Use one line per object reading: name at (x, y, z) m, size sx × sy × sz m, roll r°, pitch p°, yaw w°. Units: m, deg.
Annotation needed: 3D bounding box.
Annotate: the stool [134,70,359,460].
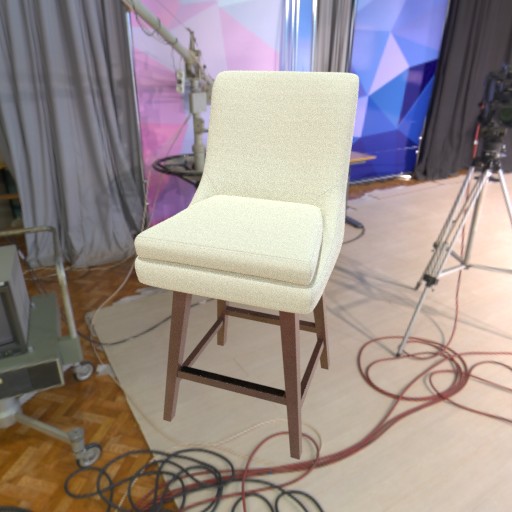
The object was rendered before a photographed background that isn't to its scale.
stool at (0.000, 0.000, 1.313) m, size 0.483 × 0.991 × 0.559 m, roll 9°, pitch 27°, yaw 18°
